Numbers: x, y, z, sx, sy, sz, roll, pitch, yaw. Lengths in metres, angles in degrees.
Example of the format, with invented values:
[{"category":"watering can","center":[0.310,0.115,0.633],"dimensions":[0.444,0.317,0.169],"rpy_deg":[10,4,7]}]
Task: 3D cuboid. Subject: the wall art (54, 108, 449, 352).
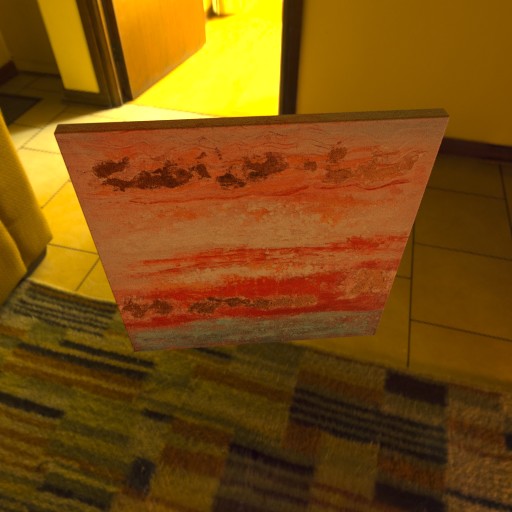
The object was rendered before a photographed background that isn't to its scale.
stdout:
[{"category":"wall art","center":[0.000,0.000,1.111],"dimensions":[0.747,0.747,0.035],"rpy_deg":[-3,46,-3]}]
